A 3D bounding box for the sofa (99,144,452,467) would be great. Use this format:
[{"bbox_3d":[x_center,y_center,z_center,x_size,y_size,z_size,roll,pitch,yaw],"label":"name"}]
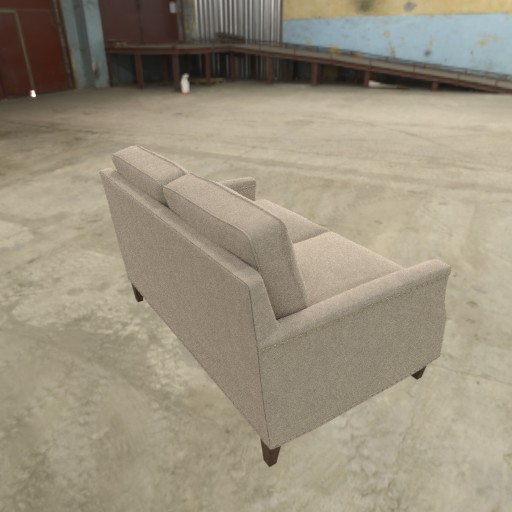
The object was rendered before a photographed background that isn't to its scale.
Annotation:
[{"bbox_3d":[0.000,0.000,2.268,1.084,1.002,1.597,-17,31,-30],"label":"sofa"}]
